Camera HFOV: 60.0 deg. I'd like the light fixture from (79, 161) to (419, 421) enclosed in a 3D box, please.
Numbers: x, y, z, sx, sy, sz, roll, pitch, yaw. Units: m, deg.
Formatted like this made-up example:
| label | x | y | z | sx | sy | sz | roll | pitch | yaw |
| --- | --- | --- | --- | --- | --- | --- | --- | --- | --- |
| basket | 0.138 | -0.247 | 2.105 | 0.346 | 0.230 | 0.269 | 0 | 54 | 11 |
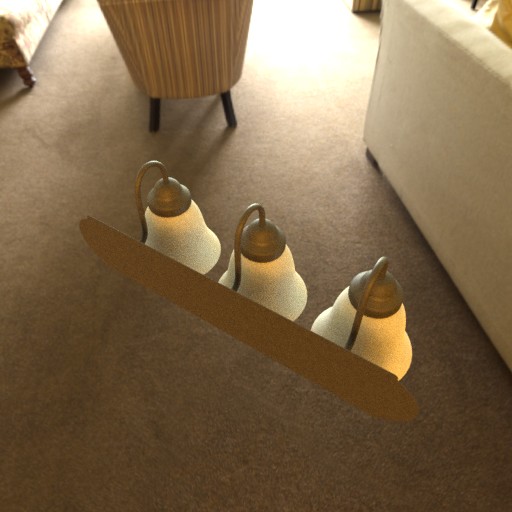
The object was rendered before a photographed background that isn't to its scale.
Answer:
| label | x | y | z | sx | sy | sz | roll | pitch | yaw |
| --- | --- | --- | --- | --- | --- | --- | --- | --- | --- |
| light fixture | 0.000 | 0.000 | 0.706 | 0.610 | 0.222 | 0.199 | 25 | 52 | 22 |
